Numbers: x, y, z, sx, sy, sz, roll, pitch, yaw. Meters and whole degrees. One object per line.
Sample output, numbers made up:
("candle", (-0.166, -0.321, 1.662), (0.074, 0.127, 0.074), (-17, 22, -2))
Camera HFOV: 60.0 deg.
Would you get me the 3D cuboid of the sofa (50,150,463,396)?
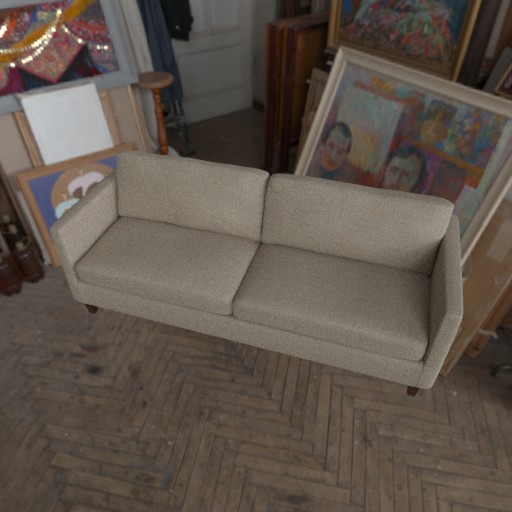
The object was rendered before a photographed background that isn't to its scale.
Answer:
("sofa", (0.000, 0.000, 2.941), (2.434, 0.965, 0.951), (12, 42, 13))
